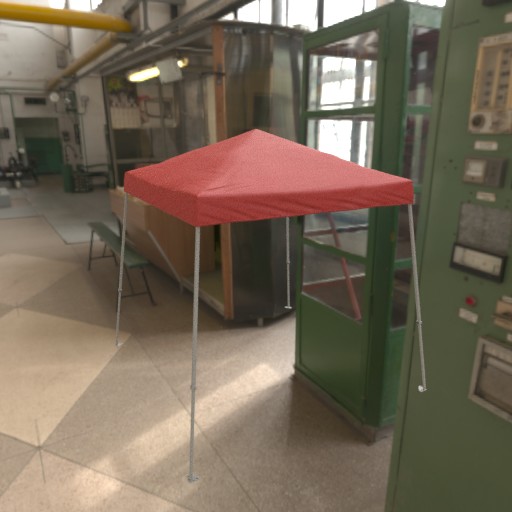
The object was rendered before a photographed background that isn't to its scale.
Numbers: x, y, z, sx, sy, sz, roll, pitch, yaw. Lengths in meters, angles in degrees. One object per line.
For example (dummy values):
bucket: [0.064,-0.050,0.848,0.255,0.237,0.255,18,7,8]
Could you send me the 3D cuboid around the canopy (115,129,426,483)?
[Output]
canopy: [0.000,0.000,6.540,3.600,3.600,3.599,-9,18,-28]
